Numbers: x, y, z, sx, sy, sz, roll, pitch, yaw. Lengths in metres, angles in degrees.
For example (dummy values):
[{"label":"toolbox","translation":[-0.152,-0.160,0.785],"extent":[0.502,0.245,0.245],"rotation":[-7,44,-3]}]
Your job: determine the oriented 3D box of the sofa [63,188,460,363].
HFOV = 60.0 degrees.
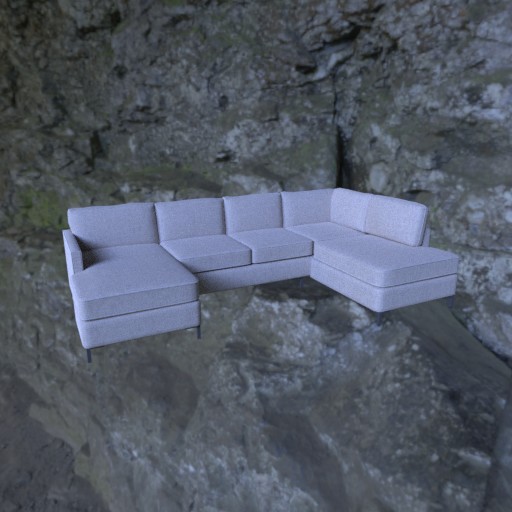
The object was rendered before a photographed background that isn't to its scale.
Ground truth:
[{"label":"sofa","translation":[0.000,0.000,4.385],"extent":[3.423,0.996,2.021],"rotation":[-8,18,-26]}]
